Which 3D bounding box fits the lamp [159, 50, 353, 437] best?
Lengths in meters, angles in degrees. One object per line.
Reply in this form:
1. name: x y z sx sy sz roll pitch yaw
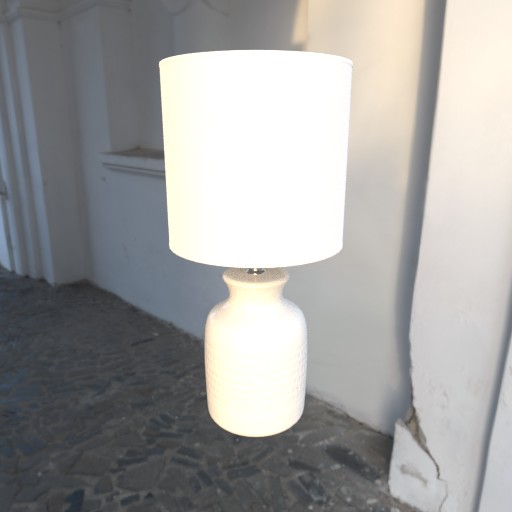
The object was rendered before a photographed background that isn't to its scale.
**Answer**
1. lamp: 0.000 0.000 0.493 0.188 0.392 0.188 -8 18 -25
